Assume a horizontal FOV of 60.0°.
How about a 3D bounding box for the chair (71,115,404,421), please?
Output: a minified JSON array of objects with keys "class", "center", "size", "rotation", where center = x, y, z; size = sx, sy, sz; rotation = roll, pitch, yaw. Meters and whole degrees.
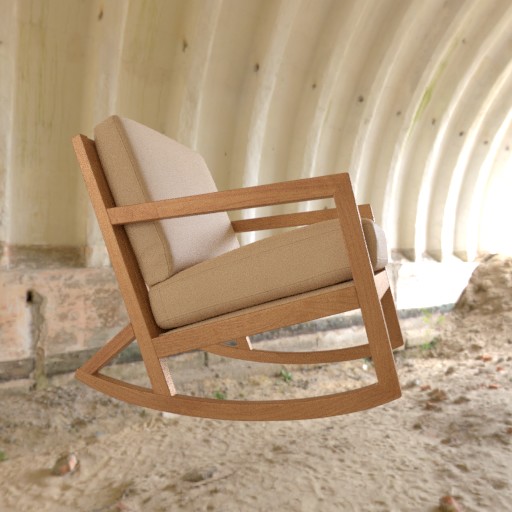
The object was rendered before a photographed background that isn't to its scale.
[{"class":"chair","center":[0.000,0.000,1.362],"size":[0.857,0.790,0.622],"rotation":[0,0,19]}]
